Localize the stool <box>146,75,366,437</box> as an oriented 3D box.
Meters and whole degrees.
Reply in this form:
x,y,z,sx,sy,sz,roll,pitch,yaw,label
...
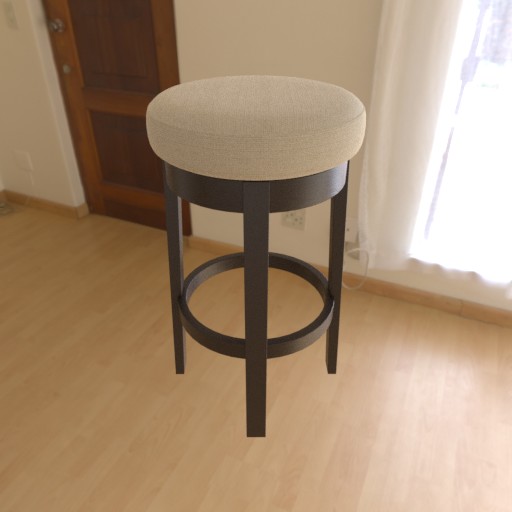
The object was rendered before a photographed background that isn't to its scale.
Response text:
x,y,z,sx,sy,sz,roll,pitch,yaw,label
0.000,0.000,1.054,0.446,0.758,0.446,0,32,0,stool
